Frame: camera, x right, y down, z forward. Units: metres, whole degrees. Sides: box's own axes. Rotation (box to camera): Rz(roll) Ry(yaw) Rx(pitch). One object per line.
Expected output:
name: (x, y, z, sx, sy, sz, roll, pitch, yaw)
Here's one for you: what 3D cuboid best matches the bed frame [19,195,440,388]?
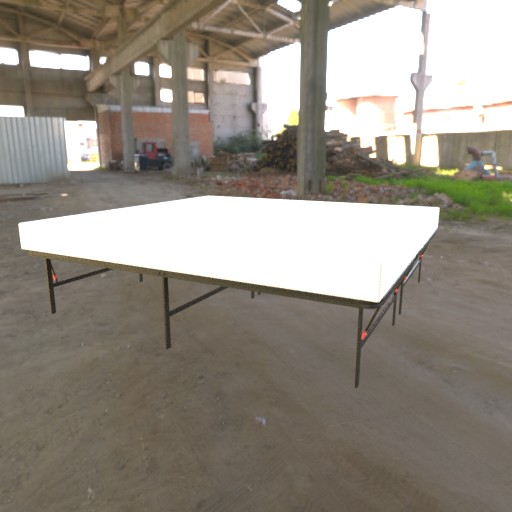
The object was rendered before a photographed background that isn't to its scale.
bed frame: (0.000, 0.000, 2.944, 2.032, 0.559, 1.930, 7, 15, 27)
